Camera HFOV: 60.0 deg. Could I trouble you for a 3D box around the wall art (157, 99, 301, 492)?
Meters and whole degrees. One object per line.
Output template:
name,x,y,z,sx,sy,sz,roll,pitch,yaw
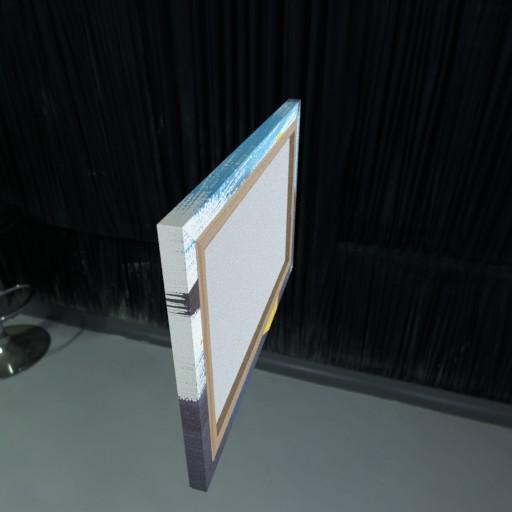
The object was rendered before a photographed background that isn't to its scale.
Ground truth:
wall art,0.000,0.000,1.146,0.039,0.610,0.914,8,31,13
